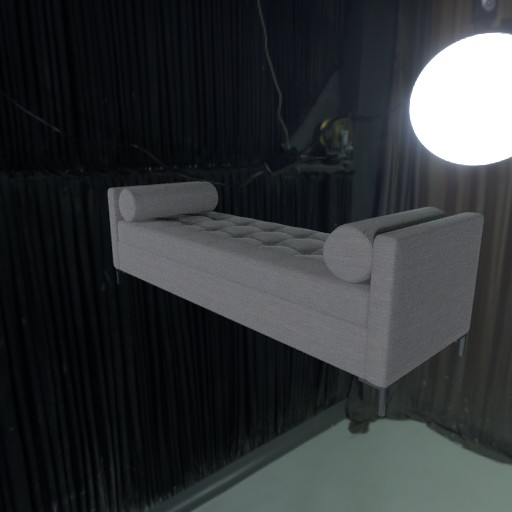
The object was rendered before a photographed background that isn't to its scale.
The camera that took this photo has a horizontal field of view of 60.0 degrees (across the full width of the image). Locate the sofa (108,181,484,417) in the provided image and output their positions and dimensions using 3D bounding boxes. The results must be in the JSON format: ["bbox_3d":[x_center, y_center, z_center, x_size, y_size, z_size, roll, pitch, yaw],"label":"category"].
[{"bbox_3d":[0.000,0.000,2.334,0.686,0.635,1.981,-13,20,-41],"label":"sofa"}]
